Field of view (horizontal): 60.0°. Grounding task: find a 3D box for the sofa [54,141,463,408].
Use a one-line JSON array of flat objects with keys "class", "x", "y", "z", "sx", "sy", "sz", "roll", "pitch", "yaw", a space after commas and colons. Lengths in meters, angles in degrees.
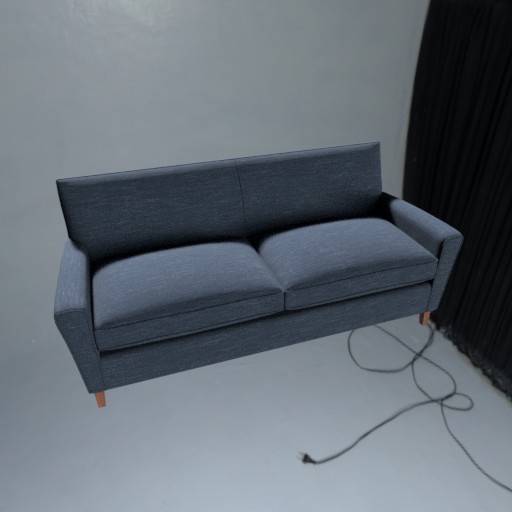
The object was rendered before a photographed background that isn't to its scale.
[{"class": "sofa", "x": 0.000, "y": 0.000, "z": 2.438, "sx": 1.976, "sy": 0.846, "sz": 0.875, "roll": -10, "pitch": 34, "yaw": -16}]
